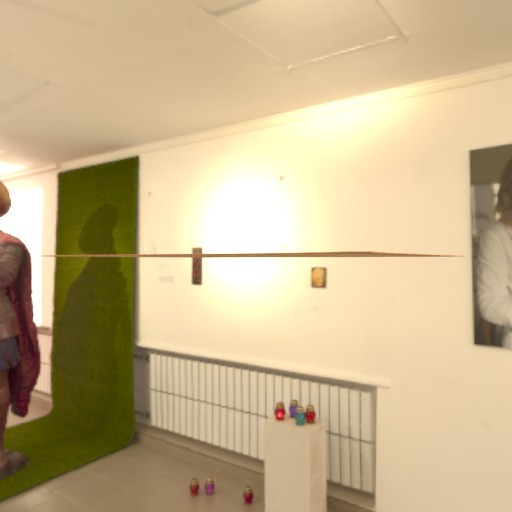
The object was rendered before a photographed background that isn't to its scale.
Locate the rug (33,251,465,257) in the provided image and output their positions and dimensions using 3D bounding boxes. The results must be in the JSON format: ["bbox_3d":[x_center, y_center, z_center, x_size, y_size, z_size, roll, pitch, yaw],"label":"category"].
[{"bbox_3d":[0.000,0.000,3.980,3.045,0.011,2.436,0,-1,35],"label":"rug"}]
